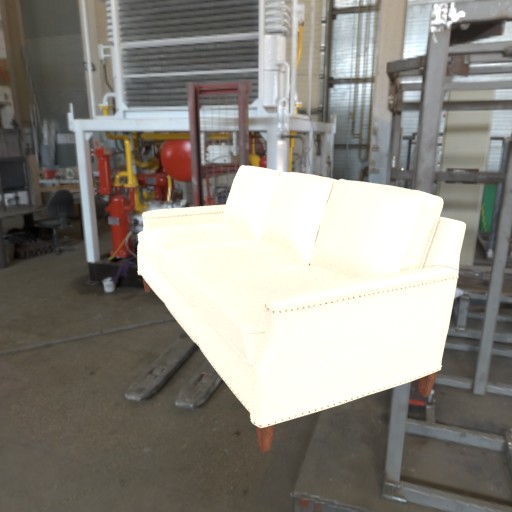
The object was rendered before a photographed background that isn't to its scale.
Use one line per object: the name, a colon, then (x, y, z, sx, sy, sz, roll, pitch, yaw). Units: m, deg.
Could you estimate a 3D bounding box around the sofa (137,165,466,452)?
sofa: (0.000, 0.000, 2.795, 1.084, 1.003, 2.246, -7, 17, -25)
